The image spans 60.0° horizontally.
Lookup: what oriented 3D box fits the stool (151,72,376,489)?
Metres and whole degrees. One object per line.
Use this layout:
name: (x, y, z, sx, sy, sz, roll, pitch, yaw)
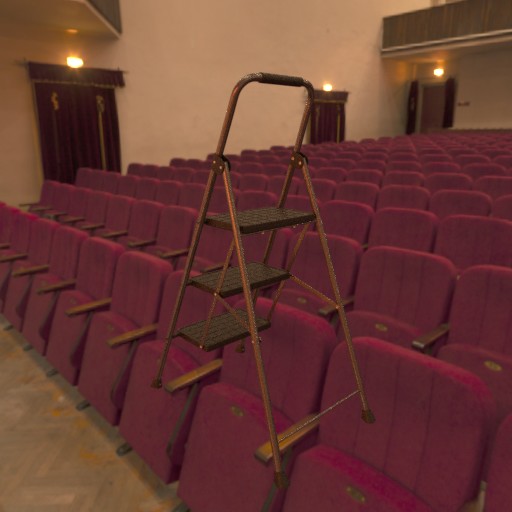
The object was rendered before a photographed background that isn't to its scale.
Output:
stool: (0.000, 0.000, 1.496, 0.473, 1.121, 0.733, -14, 20, -41)
